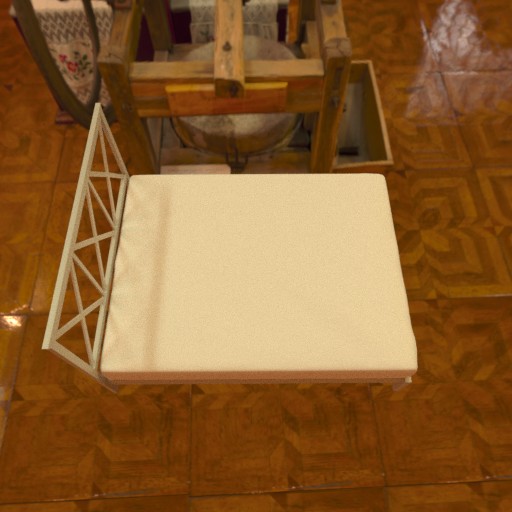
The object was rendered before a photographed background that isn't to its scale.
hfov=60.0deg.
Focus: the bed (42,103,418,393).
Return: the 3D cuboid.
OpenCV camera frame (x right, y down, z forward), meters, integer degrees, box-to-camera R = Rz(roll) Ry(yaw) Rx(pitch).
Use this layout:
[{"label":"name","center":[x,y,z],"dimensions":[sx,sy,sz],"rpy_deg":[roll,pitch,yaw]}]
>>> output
[{"label":"bed","center":[0.000,0.000,3.138],"dimensions":[2.135,1.253,1.673],"rpy_deg":[0,63,0]}]
